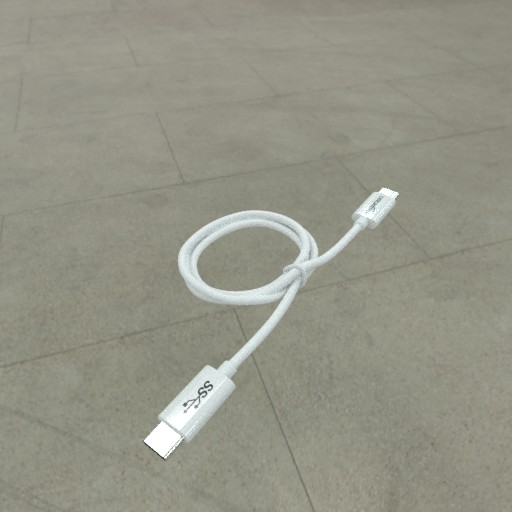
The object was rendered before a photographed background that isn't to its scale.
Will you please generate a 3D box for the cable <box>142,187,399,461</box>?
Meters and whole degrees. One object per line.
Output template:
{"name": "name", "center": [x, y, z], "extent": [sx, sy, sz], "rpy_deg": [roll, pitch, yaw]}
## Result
{"name": "cable", "center": [0.000, 0.000, 0.209], "extent": [0.070, 0.014, 0.186], "rpy_deg": [26, 48, 26]}
